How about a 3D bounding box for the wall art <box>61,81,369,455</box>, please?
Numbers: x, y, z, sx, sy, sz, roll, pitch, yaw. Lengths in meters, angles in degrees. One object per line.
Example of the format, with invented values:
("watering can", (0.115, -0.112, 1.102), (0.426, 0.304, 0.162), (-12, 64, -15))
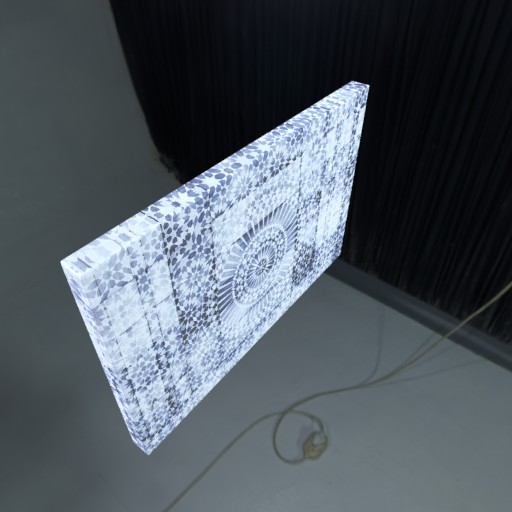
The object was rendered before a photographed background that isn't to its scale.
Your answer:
("wall art", (0.000, 0.000, 1.131), (0.057, 0.608, 0.911), (28, 49, 27))
